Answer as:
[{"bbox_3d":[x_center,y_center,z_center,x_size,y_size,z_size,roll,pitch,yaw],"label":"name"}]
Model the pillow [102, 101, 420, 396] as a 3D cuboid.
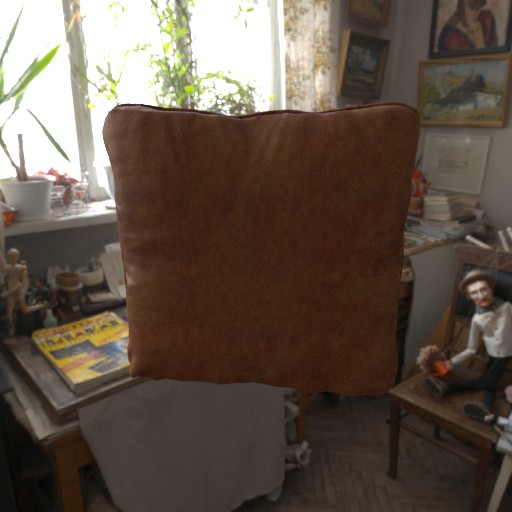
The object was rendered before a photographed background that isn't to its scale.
[{"bbox_3d":[0.000,0.000,0.747,0.489,0.490,0.130,3,17,8],"label":"pillow"}]
